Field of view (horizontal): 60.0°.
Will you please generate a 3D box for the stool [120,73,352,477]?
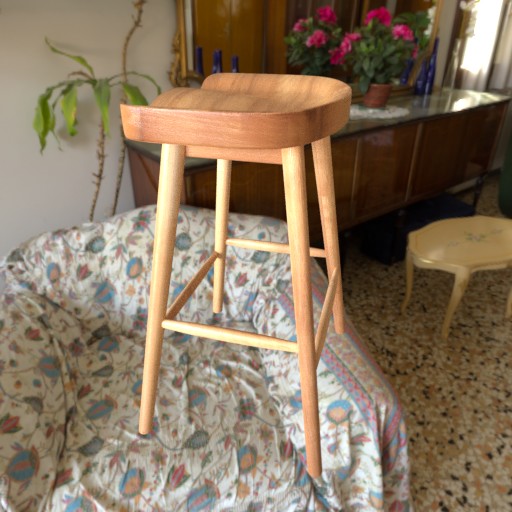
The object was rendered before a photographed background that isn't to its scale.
[{"bbox_3d":[0.000,0.000,0.861,0.361,0.615,0.440,8,30,14],"label":"stool"}]
